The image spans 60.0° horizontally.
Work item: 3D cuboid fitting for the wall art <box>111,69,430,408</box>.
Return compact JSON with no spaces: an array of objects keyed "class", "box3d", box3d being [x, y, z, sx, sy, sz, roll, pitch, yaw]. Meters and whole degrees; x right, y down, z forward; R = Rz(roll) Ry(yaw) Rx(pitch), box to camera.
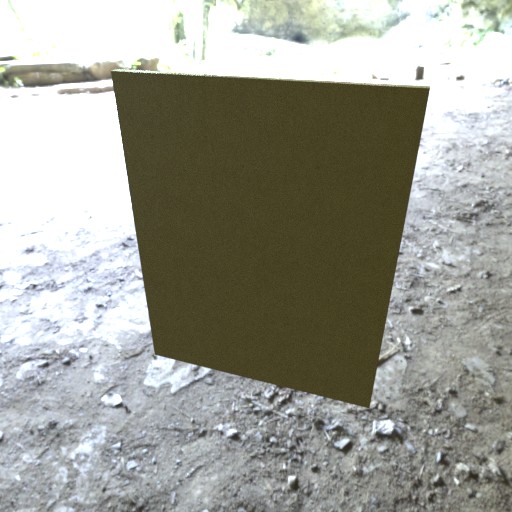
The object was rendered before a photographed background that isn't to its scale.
[{"class":"wall art","box3d":[0.000,0.000,1.327,0.798,1.002,0.030,10,32,16]}]
